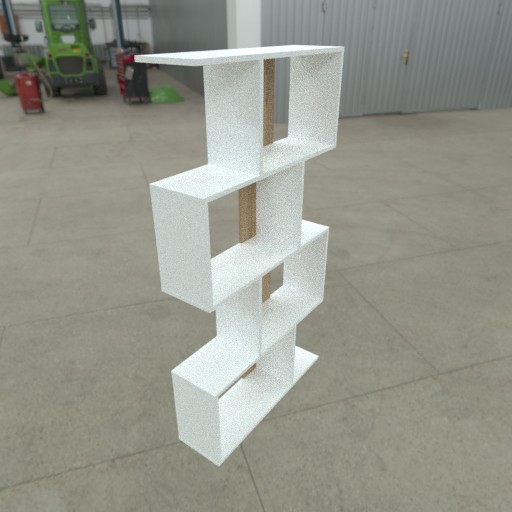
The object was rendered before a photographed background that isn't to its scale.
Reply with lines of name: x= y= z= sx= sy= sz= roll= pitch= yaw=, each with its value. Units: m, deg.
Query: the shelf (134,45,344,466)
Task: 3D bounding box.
shelf: x=0.000 y=0.000 z=1.958 sx=0.250 sy=1.650 sz=0.890 roll=19 pitch=33 yaw=32
